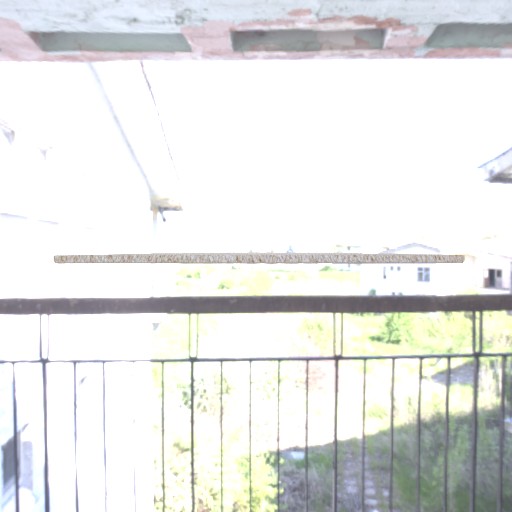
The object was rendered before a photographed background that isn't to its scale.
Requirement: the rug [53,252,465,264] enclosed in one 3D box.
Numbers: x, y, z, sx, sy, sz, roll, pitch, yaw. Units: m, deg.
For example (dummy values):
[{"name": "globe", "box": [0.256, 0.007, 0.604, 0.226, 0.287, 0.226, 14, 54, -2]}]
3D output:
[{"name": "rug", "box": [0.000, 0.000, 2.065, 1.199, 0.025, 1.600, 0, 1, -1]}]
